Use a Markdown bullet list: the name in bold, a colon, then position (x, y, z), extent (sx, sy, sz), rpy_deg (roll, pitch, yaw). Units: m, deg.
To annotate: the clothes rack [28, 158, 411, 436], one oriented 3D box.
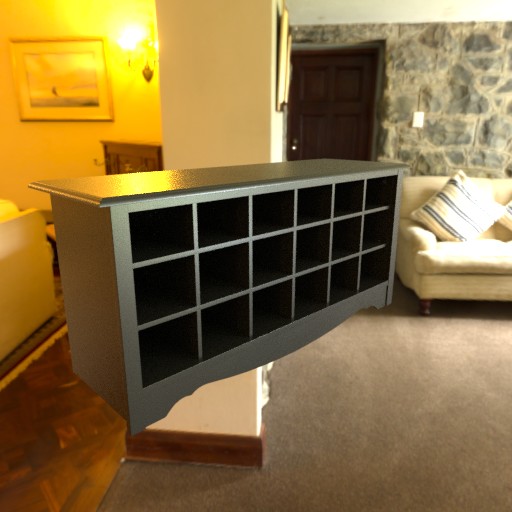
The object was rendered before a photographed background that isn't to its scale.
- **clothes rack**: position (0.000, 0.000, 1.465), extent (1.219, 0.556, 0.406), rpy_deg (-15, 22, -42)
